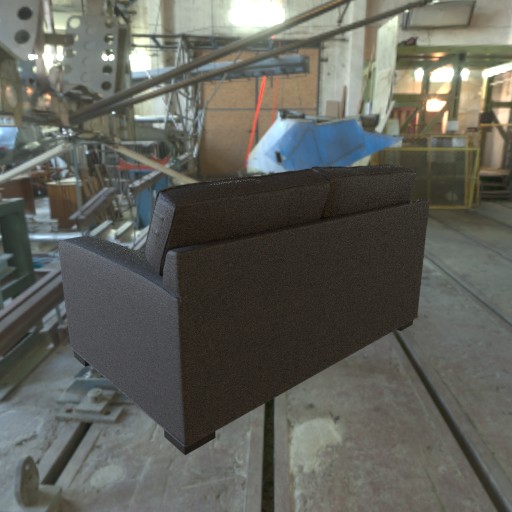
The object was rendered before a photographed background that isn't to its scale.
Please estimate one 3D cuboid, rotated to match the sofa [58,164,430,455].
[{"bbox_3d":[0.000,0.000,2.159,1.534,0.887,0.974,-14,21,-41],"label":"sofa"}]
